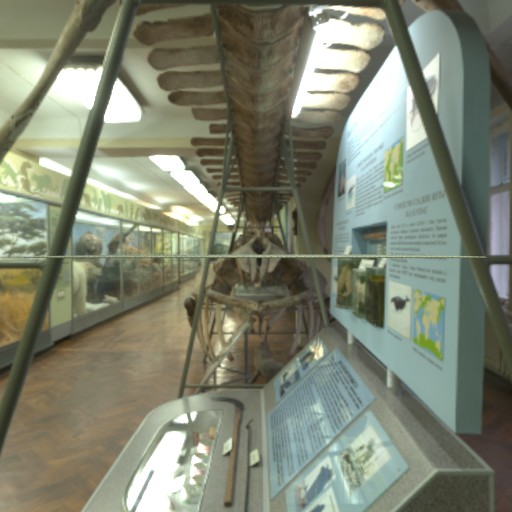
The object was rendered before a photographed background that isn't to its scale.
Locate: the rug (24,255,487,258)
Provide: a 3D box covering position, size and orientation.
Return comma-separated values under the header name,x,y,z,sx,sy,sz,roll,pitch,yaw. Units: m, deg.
name,x,y,z,sx,sy,sz,roll,pitch,yaw
rug,0.000,0.000,3.111,2.448,0.008,1.541,0,1,1
